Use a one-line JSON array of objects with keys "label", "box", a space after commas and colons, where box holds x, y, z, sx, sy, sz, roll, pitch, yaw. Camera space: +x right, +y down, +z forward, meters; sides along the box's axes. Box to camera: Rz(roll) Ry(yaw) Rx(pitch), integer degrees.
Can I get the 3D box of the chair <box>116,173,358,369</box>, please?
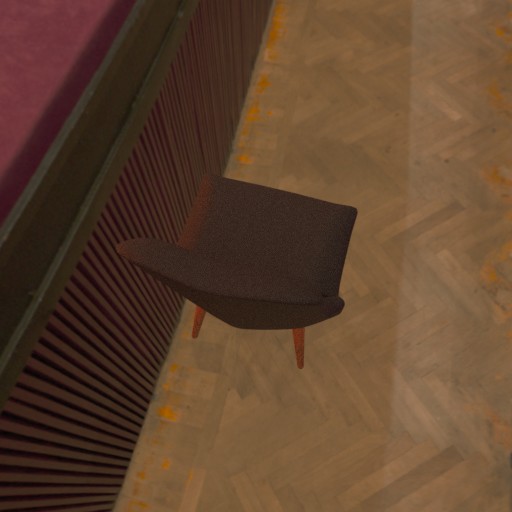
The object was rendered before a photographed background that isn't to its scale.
[{"label": "chair", "box": [0.000, 0.000, 1.171, 0.504, 0.820, 0.567, 14, 64, 7]}]
